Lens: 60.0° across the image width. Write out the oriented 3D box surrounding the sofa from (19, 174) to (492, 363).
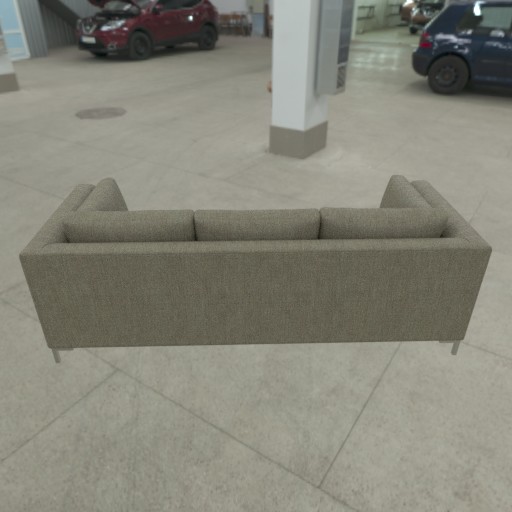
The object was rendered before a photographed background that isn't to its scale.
[{"bbox_3d":[0.000,0.000,2.819,2.415,0.867,0.969,-1,31,-1],"label":"sofa"}]
